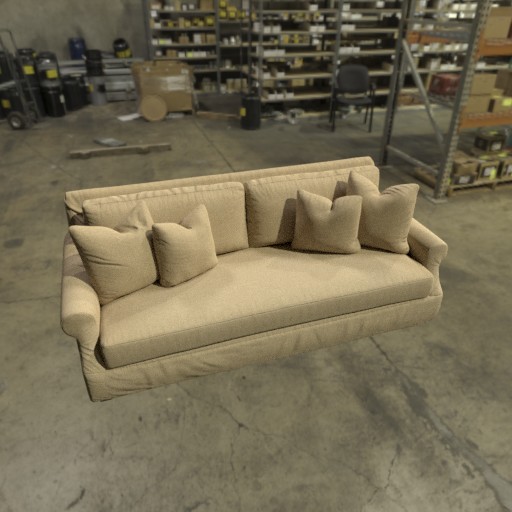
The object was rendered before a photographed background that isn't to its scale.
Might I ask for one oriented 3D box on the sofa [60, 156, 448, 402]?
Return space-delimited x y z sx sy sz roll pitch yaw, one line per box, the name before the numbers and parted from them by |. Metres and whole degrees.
sofa | 0.000 0.000 2.808 2.285 0.904 1.067 -10 32 -16
